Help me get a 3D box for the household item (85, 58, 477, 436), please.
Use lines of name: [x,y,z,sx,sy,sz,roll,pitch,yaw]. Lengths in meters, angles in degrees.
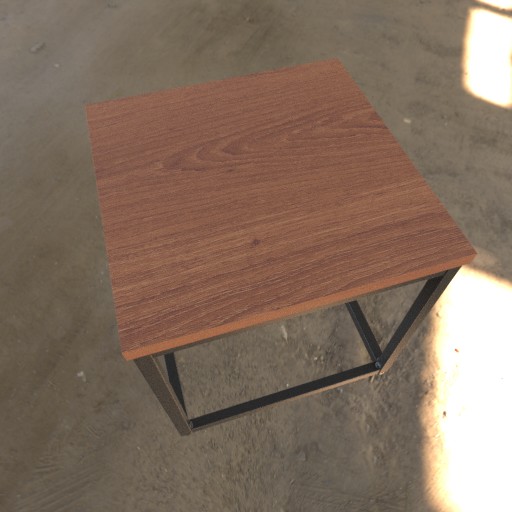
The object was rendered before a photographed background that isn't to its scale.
household item: [0.000,0.000,0.740,0.400,0.400,0.400,-14,57,-10]
